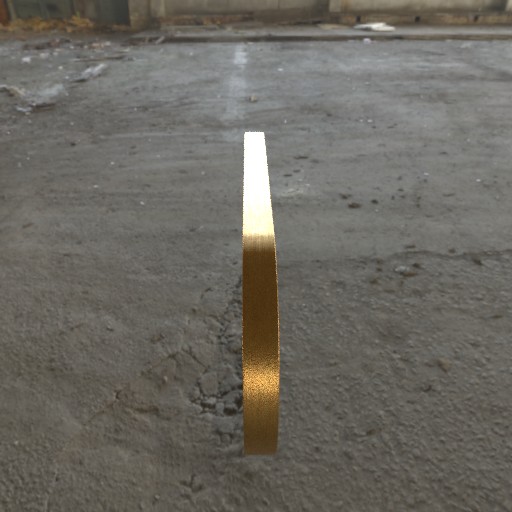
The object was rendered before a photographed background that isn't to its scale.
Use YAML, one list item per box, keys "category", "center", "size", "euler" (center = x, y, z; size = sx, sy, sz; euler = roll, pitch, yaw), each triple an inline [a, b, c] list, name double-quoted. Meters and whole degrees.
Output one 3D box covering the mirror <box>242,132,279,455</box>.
- category: "mirror"
  center: [0.000, 0.000, 0.645]
  size: [0.032, 0.254, 0.584]
  euler: [0, 32, -1]
